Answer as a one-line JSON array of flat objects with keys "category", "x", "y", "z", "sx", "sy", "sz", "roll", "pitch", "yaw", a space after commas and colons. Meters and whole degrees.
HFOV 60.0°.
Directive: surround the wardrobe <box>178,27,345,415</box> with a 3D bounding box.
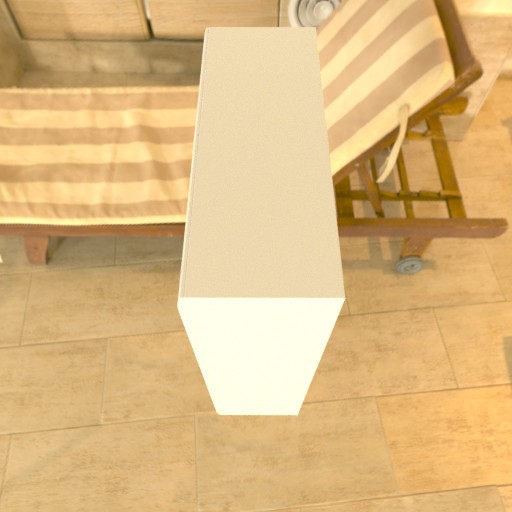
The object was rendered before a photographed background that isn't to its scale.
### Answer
[{"category": "wardrobe", "x": 0.000, "y": 0.000, "z": 1.629, "sx": 0.360, "sy": 1.200, "sz": 0.900, "roll": 0, "pitch": 60, "yaw": 0}]
